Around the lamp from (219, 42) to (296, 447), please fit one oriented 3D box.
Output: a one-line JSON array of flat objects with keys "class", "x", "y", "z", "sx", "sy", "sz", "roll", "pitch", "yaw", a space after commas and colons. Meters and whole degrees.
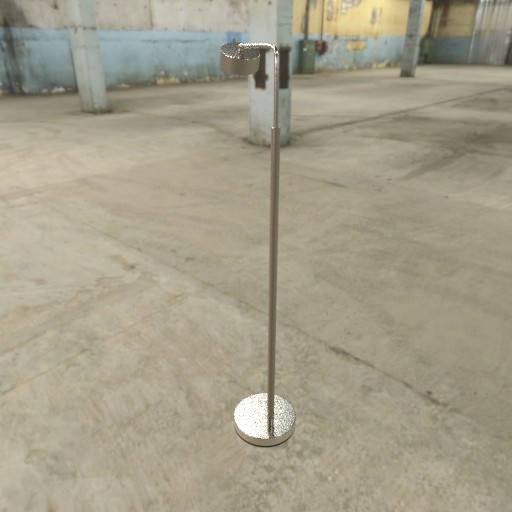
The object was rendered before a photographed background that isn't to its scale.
[{"class": "lamp", "x": 0.000, "y": 0.000, "z": 1.433, "sx": 0.222, "sy": 1.250, "sz": 0.421, "roll": -8, "pitch": 26, "yaw": -17}]
